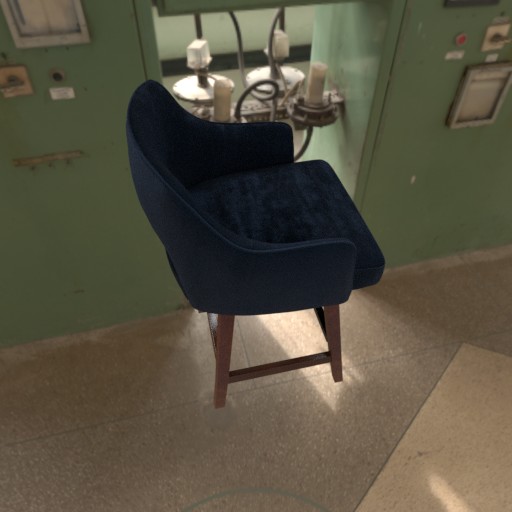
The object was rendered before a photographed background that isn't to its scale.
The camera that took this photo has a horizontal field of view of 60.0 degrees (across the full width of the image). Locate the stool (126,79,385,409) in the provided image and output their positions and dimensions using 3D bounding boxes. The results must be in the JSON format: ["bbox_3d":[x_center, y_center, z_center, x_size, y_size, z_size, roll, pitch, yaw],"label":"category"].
[{"bbox_3d":[0.000,0.000,1.280,0.560,0.940,0.550,-9,47,-9],"label":"stool"}]
